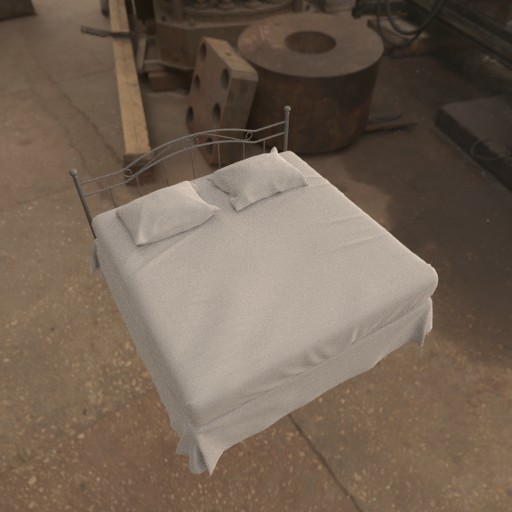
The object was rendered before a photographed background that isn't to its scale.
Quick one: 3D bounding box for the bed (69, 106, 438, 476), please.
[{"bbox_3d":[0.000,0.000,3.494,2.309,1.080,2.220,-23,50,-21],"label":"bed"}]
